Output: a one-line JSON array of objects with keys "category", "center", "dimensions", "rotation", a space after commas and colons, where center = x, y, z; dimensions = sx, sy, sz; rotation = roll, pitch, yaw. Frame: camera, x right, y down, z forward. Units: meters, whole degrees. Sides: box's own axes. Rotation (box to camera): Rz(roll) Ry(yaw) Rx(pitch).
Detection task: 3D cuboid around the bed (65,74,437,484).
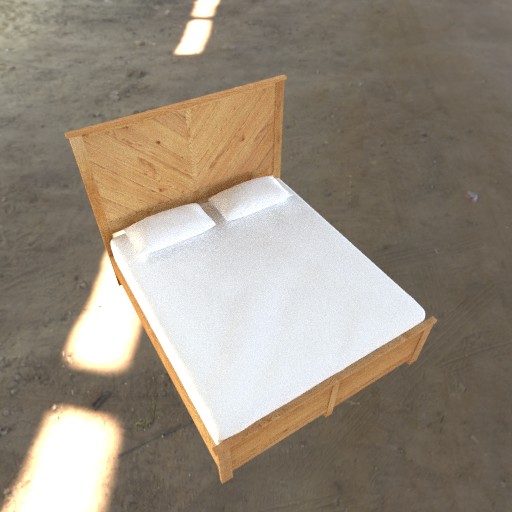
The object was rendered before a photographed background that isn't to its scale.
[{"category": "bed", "center": [0.000, 0.000, 4.066], "dimensions": [2.225, 1.938, 2.530], "rotation": [-24, 50, -22]}]
